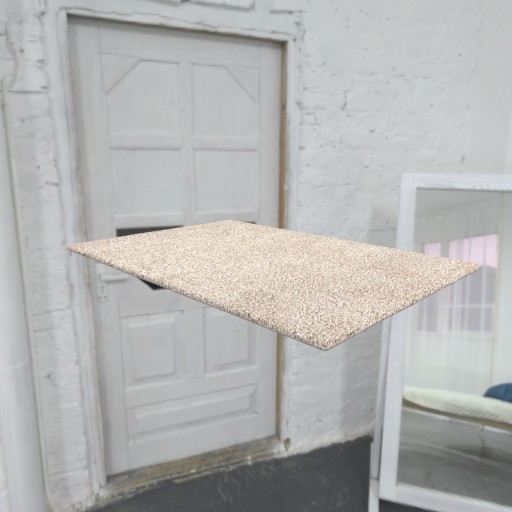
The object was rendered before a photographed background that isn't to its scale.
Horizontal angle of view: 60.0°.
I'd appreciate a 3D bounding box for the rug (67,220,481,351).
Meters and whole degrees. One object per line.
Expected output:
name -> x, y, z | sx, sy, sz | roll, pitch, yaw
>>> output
rug -> 0.000, 0.000, 2.272 | 1.219, 0.030, 1.778 | -14, 20, -43
